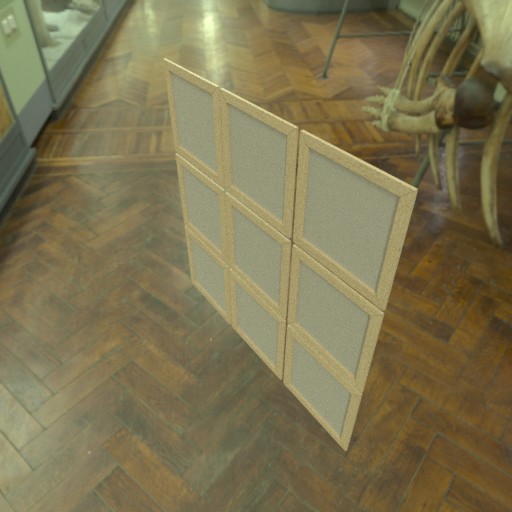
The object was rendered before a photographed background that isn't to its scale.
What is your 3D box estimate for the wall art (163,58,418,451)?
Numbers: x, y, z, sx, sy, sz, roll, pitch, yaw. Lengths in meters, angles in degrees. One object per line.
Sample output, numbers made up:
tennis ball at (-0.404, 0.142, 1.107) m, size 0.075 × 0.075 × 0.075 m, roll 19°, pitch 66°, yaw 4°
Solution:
wall art at (0.000, 0.000, 2.194) m, size 0.014 × 1.507 × 1.519 m, roll -25°, pitch 46°, yaw -27°
